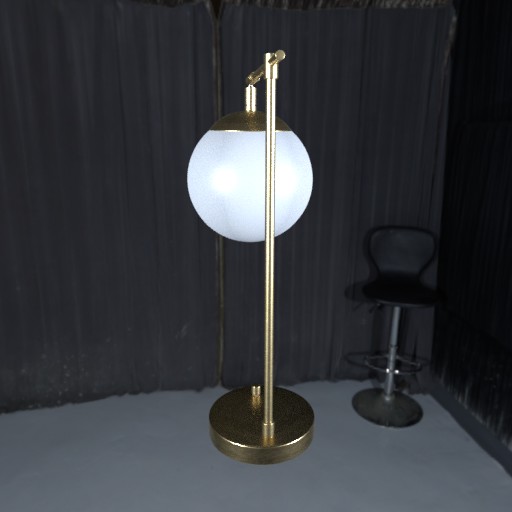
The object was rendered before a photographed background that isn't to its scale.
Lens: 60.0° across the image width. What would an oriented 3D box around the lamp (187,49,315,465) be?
[{"bbox_3d":[0.000,0.000,0.710,0.207,0.559,0.324,-2,14,-9],"label":"lamp"}]
